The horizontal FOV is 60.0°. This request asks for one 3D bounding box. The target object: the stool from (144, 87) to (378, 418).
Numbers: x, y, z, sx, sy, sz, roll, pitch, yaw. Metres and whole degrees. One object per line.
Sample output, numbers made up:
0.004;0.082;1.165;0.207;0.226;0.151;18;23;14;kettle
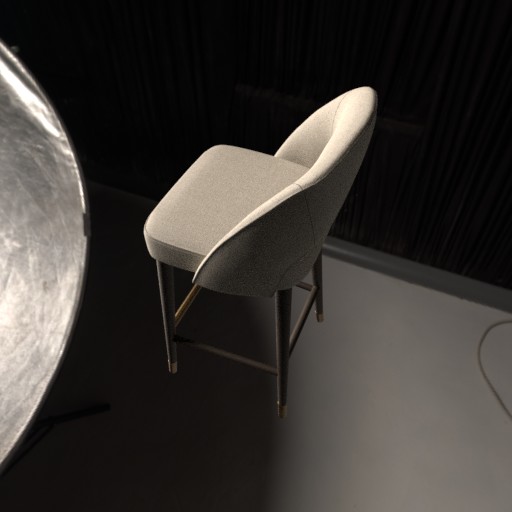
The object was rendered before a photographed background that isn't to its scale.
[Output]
0.000;0.000;1.324;0.509;1.037;0.494;18;50;15;stool
